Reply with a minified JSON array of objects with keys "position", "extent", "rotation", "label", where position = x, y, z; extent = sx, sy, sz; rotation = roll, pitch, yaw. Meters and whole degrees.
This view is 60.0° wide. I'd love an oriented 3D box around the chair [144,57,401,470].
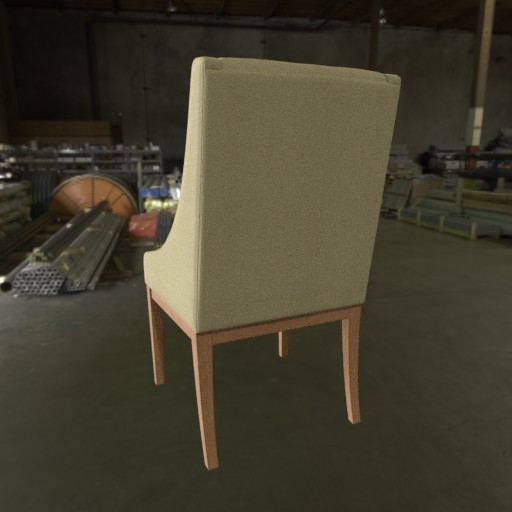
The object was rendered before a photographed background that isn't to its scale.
[{"position":[0.000,0.000,1.375],"extent":[0.575,1.021,0.611],"rotation":[-6,15,-25],"label":"chair"}]
